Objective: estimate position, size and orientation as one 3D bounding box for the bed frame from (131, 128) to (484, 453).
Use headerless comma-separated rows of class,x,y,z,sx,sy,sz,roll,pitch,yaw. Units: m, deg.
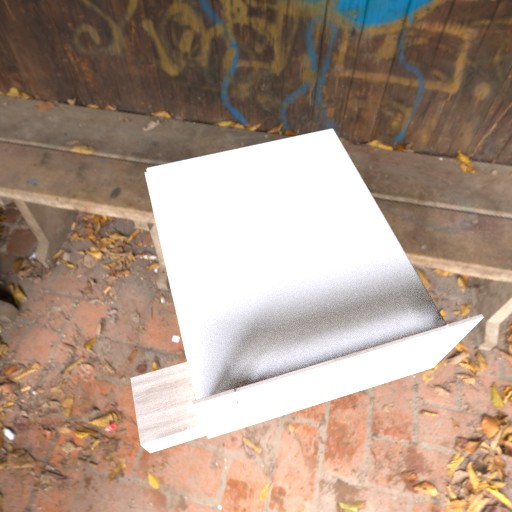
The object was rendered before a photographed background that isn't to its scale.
bed frame,0.000,0.000,3.209,2.040,0.860,2.050,-14,58,-9
